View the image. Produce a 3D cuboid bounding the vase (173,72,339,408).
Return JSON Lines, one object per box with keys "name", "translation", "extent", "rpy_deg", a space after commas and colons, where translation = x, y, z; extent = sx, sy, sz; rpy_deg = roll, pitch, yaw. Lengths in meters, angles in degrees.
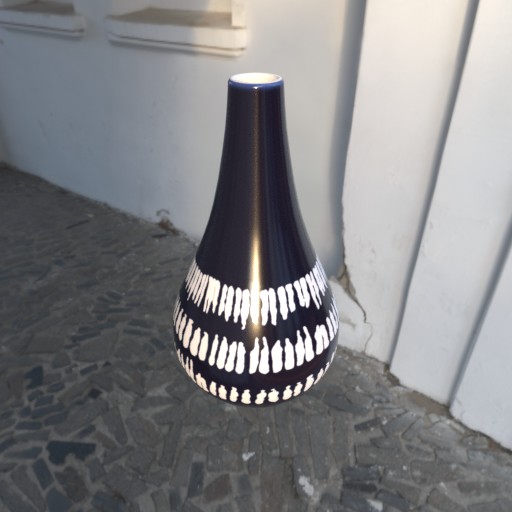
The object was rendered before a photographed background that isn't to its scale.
{"name": "vase", "translation": [0.000, 0.000, 0.387], "extent": [0.159, 0.295, 0.159], "rpy_deg": [0, 33, 0]}
